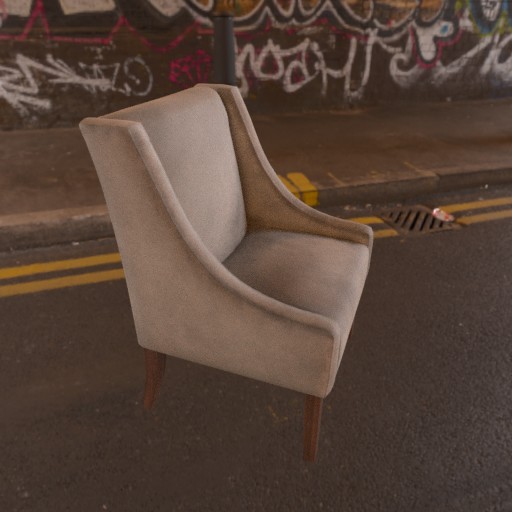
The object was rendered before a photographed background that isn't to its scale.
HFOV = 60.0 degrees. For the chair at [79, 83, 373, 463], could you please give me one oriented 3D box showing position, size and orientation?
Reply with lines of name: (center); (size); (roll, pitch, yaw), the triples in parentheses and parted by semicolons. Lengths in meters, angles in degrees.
chair: (0.000, 0.000, 1.345); (0.629, 0.895, 0.629); (11, 31, 18)
